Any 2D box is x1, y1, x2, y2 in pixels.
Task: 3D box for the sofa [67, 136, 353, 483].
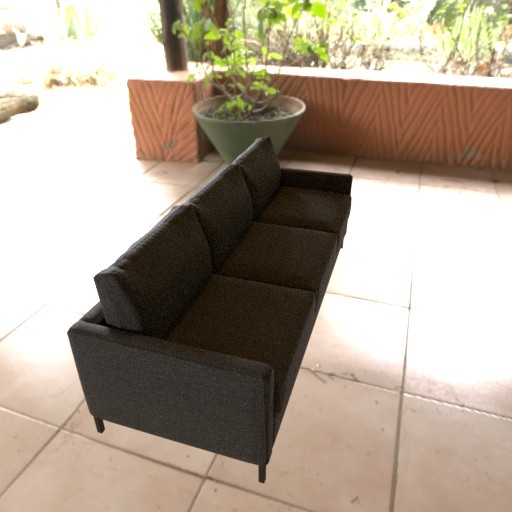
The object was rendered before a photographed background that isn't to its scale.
[{"bbox_3d":[0.000,0.000,2.648,0.876,0.879,2.253,9,31,16],"label":"sofa"}]
